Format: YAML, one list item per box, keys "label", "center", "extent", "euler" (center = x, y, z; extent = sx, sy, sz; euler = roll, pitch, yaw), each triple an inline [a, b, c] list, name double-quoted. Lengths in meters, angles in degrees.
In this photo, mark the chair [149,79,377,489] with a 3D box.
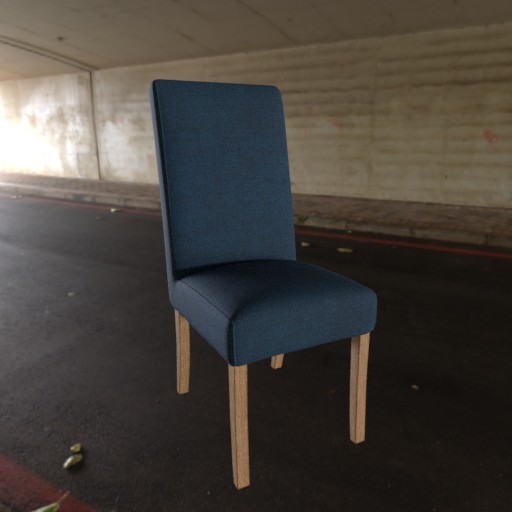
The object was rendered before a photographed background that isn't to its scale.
- label: "chair"
  center: [0.000, 0.000, 1.336]
  extent: [0.450, 1.029, 0.610]
  euler: [-8, 17, -26]
